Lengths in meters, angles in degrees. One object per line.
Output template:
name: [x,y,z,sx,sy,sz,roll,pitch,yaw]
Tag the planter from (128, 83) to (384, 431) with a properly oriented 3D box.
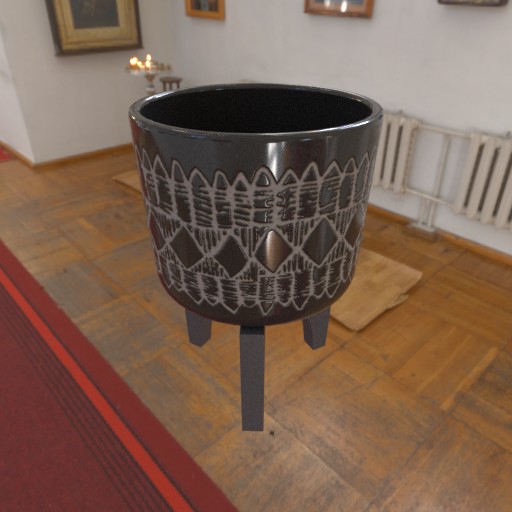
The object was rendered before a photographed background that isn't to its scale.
planter: [0.000,0.000,0.532,0.251,0.355,0.251,1,30,2]
